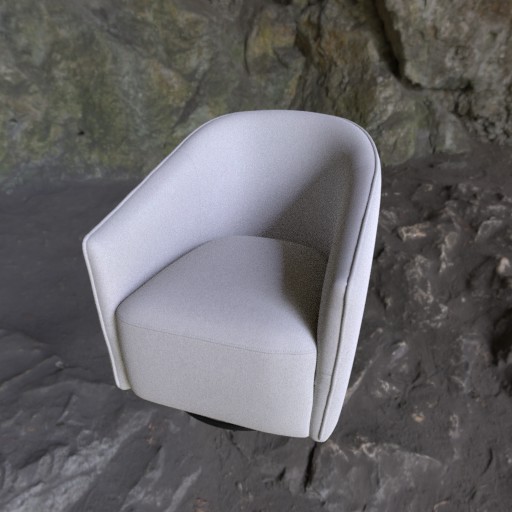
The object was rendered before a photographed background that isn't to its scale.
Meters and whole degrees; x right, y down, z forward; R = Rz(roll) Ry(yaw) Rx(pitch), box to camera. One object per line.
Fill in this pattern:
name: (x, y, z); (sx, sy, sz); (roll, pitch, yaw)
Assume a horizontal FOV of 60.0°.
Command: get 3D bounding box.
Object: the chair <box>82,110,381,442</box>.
chair: (0.000, 0.000, 1.466); (0.747, 0.799, 0.875); (9, 29, 16)
